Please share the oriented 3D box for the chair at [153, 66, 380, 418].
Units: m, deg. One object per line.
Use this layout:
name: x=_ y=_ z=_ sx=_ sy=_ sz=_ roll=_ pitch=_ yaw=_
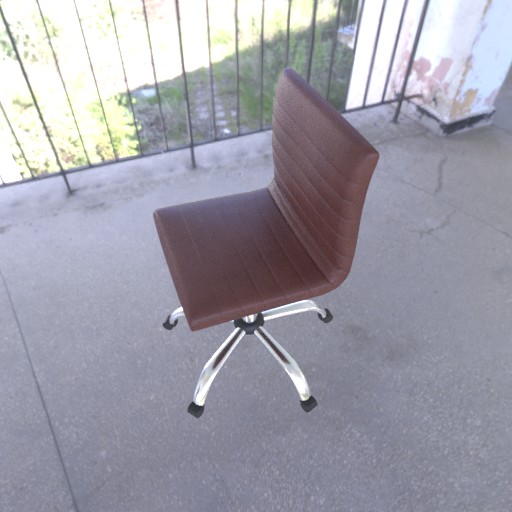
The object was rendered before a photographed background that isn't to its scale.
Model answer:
chair: x=0.000 y=0.000 z=1.131 sx=0.530 sy=0.780 sz=0.556 roll=-15 pitch=48 yaw=-14
